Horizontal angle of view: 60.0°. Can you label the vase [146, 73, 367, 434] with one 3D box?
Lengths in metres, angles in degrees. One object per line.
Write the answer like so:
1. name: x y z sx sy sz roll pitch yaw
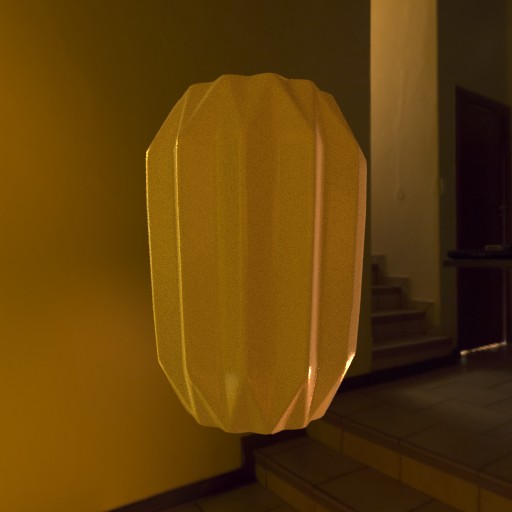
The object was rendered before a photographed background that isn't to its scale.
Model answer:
1. vase: 0.000 0.000 0.396 0.195 0.275 0.195 0 -1 0
